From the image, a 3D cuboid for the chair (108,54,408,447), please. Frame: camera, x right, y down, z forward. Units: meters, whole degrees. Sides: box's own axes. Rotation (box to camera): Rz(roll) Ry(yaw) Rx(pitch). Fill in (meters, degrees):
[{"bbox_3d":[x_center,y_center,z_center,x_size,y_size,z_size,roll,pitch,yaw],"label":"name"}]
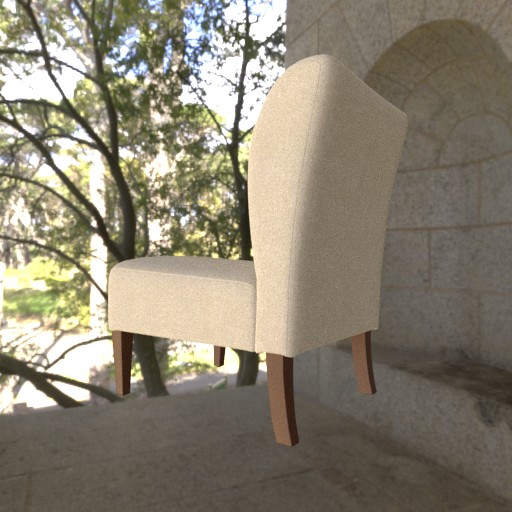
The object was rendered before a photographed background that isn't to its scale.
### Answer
[{"bbox_3d":[0.000,0.000,1.312,0.754,0.833,0.521,0,-1,37],"label":"chair"}]
